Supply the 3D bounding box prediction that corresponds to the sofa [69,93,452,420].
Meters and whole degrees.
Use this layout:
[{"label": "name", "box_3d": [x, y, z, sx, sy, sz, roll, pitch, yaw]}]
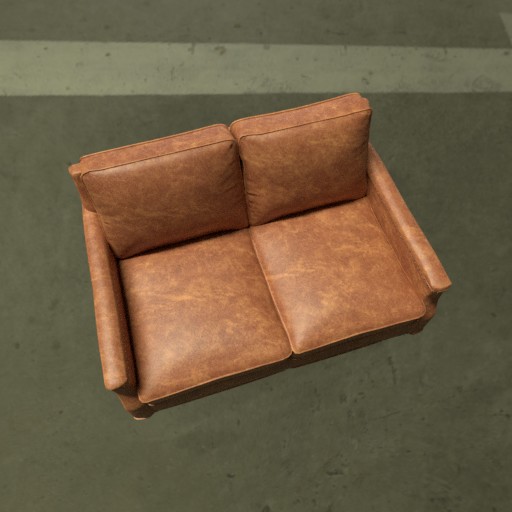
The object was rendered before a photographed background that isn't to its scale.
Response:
[{"label": "sofa", "box_3d": [0.000, 0.000, 2.231, 1.597, 1.003, 1.084, -15, 64, -8]}]
